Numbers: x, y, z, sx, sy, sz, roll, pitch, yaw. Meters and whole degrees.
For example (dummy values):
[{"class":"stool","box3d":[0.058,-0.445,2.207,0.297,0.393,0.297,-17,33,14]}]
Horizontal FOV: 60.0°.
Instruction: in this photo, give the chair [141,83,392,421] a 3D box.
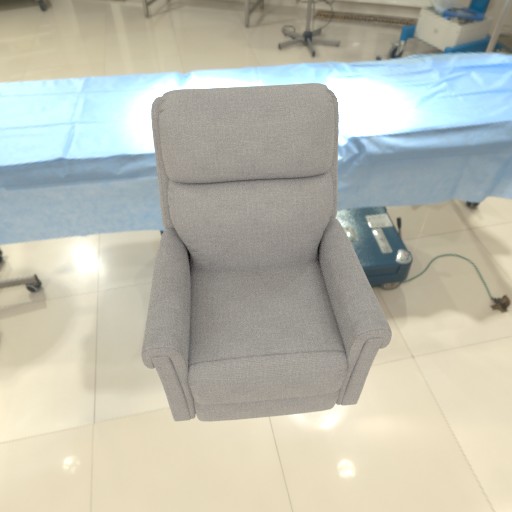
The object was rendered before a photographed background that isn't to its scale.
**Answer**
[{"class":"chair","box3d":[0.000,0.000,1.795,0.838,1.054,1.014,-4,47,-4]}]
